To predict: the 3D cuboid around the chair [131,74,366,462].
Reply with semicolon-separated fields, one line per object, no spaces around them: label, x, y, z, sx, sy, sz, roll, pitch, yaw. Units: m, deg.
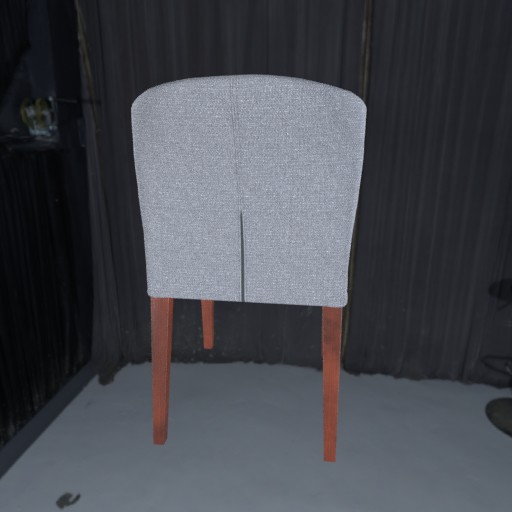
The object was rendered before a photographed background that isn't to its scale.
chair;0.000;0.000;1.170;0.491;0.839;0.589;2;17;8
